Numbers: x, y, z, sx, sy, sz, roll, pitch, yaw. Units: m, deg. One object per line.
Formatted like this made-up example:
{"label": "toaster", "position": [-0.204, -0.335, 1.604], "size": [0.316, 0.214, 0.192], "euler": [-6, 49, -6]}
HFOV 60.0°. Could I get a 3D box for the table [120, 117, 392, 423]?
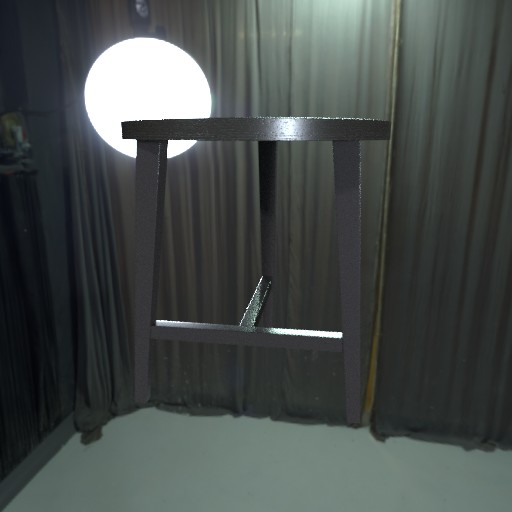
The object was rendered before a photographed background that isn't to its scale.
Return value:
{"label": "table", "position": [0.000, 0.000, 0.921], "size": [0.500, 0.531, 0.500], "euler": [0, 15, 0]}
